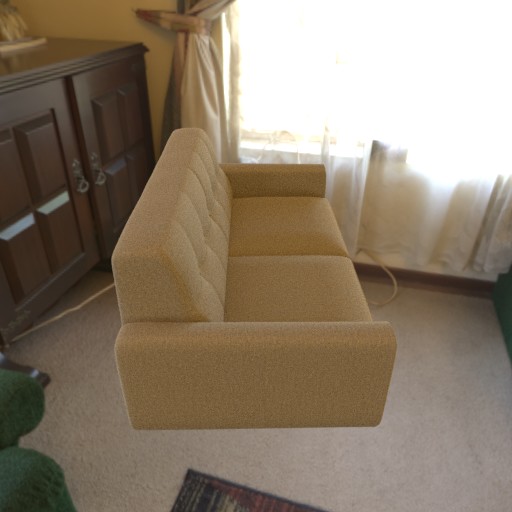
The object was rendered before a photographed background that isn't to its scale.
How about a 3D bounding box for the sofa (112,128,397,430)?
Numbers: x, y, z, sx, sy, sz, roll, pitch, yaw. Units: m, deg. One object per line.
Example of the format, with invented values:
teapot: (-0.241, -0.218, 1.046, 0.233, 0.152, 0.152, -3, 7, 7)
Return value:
sofa: (0.000, 0.000, 2.203, 0.952, 0.925, 1.651, 0, 32, -1)
